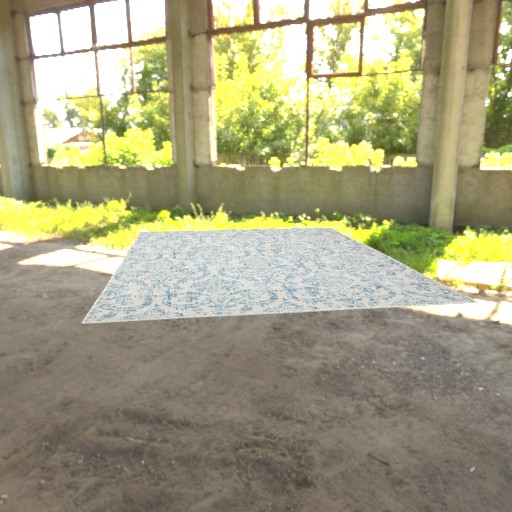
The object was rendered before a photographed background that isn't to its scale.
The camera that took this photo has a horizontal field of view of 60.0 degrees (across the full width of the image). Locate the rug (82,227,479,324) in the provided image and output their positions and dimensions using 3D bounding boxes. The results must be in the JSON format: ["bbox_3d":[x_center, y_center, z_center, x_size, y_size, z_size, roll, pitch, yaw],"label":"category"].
[{"bbox_3d":[0.000,0.000,4.019,2.363,0.012,2.980,-2,13,-8],"label":"rug"}]
